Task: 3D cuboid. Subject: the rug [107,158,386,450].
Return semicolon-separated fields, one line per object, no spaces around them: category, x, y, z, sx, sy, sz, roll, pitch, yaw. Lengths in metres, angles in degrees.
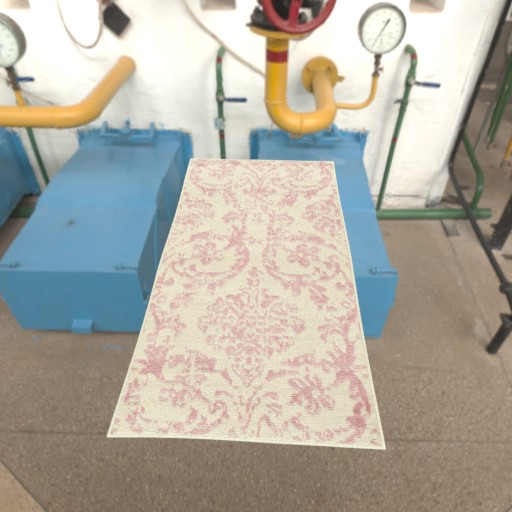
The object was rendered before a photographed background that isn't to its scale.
rug;0.000;0.000;1.409;0.604;0.007;1.219;2;42;2
